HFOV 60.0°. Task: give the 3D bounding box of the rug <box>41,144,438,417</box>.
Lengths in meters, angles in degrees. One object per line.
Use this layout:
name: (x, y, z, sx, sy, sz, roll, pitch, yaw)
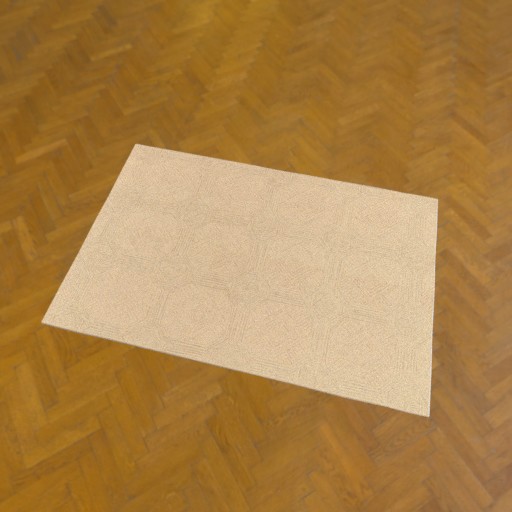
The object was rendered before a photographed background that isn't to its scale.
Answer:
rug: (0.000, 0.000, 2.332, 1.839, 0.009, 1.236, 12, 60, 7)
